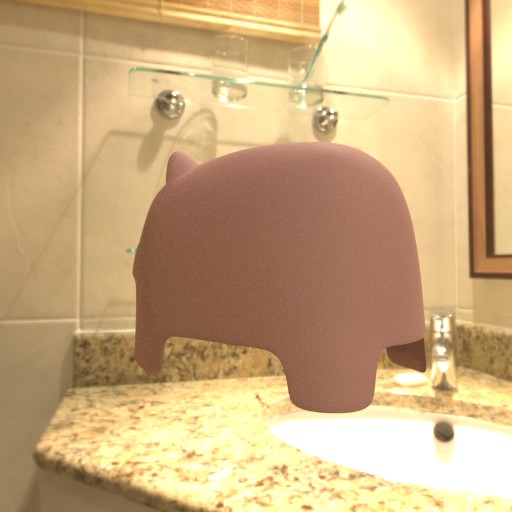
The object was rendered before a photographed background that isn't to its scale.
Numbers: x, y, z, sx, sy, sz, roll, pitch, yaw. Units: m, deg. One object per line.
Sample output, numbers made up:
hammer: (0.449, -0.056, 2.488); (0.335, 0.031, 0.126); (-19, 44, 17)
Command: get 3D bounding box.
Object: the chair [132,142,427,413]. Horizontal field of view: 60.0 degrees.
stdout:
chair: (0.000, 0.000, 0.857); (0.619, 0.423, 0.364); (-1, -2, 38)
